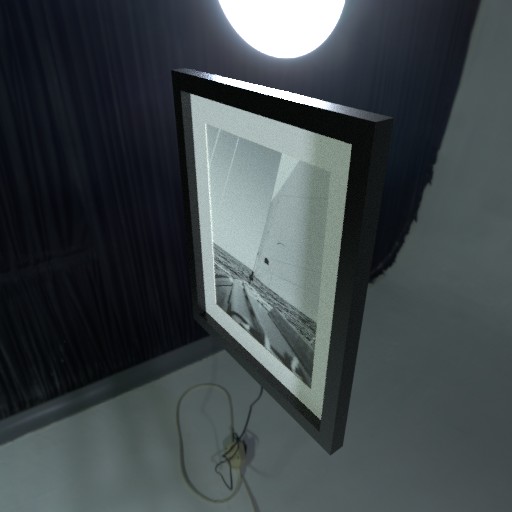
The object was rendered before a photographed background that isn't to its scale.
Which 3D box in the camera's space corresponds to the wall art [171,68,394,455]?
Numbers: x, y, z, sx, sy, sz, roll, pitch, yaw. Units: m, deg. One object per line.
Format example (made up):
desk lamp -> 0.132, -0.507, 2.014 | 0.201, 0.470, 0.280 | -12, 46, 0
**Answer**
wall art -> 0.000, 0.000, 0.776 | 0.031, 0.558, 0.461 | -21, 37, -31
